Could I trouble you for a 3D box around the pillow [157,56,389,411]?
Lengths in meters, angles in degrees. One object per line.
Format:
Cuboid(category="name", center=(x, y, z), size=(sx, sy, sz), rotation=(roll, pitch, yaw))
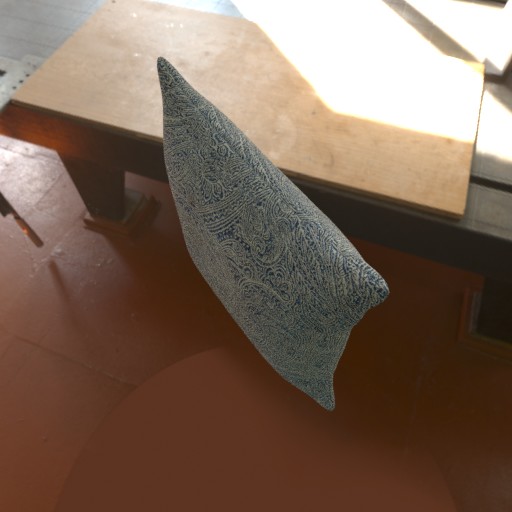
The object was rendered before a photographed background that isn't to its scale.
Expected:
Cuboid(category="pillow", center=(0.000, 0.000, 0.799), size=(0.166, 0.510, 0.523), rotation=(-30, 62, -18))
